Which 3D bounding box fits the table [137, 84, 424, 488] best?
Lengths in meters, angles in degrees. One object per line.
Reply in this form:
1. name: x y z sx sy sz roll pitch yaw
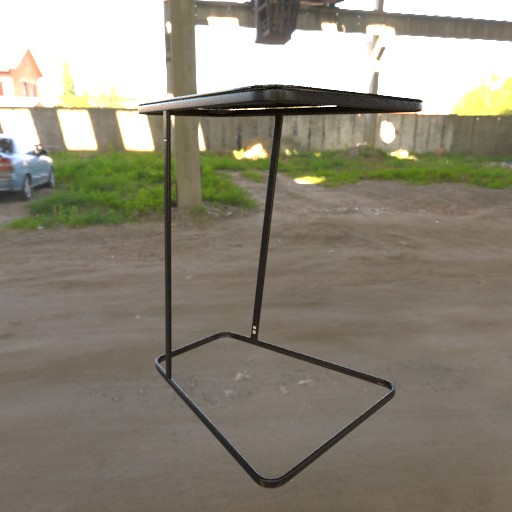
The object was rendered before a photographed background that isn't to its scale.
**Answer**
1. table: 0.000 0.000 0.942 0.427 0.624 0.500 -15 21 -42
